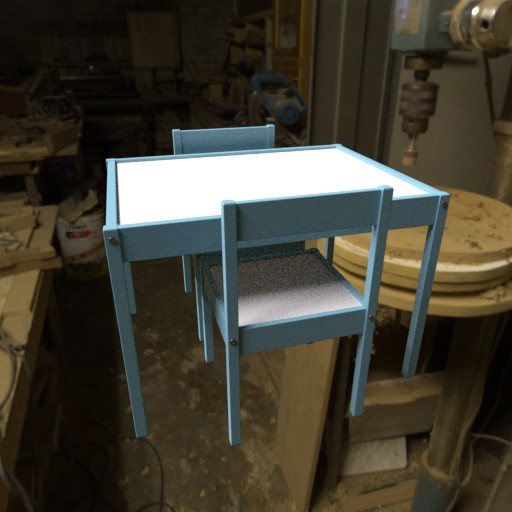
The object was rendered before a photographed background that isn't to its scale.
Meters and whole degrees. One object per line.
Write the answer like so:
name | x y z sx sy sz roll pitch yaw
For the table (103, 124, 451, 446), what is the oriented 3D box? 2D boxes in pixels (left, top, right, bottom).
table | 0.000 0.000 1.068 0.639 0.503 0.633 -7 27 -15
